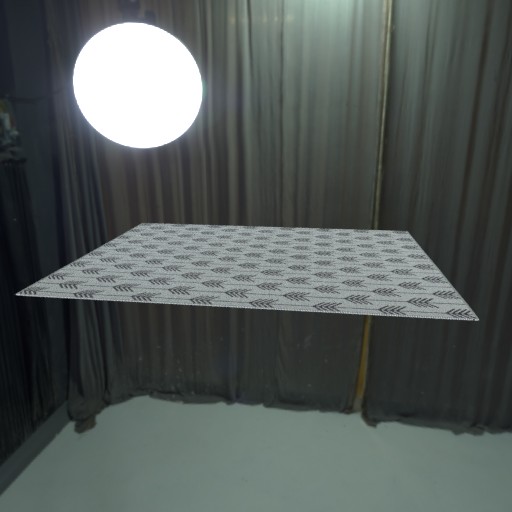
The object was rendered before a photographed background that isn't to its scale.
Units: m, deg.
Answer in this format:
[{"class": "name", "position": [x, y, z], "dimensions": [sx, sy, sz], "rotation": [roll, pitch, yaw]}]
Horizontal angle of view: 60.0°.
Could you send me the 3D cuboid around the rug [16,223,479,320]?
[{"class": "rug", "position": [0.000, 0.000, 3.984], "dimensions": [3.061, 0.010, 2.330], "rotation": [2, 17, 8]}]
